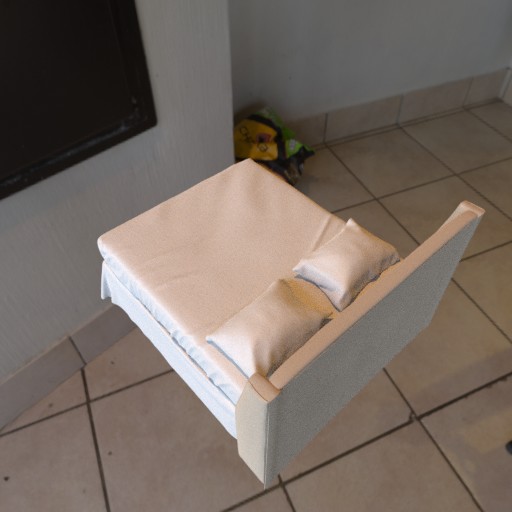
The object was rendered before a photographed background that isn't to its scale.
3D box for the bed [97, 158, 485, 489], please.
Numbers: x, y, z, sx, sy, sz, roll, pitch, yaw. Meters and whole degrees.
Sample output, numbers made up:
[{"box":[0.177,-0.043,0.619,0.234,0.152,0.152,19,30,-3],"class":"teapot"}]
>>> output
[{"box":[0.000,0.000,3.405,1.925,1.332,2.276,-34,56,-27],"class":"bed"}]
